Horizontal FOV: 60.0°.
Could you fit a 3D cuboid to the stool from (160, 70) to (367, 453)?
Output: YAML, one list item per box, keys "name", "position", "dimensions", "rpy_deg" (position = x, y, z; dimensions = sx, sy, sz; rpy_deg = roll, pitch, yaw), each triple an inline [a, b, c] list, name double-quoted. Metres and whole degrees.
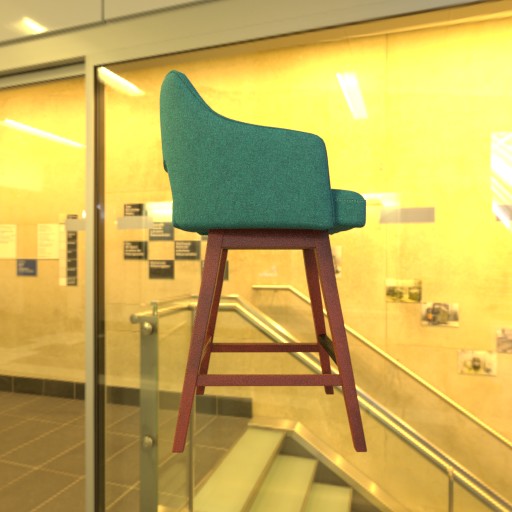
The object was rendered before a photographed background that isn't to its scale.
- name: "stool"
  position: [0.000, 0.000, 1.318]
  dimensions: [0.556, 0.961, 0.548]
  rpy_deg: [0, 0, 0]
